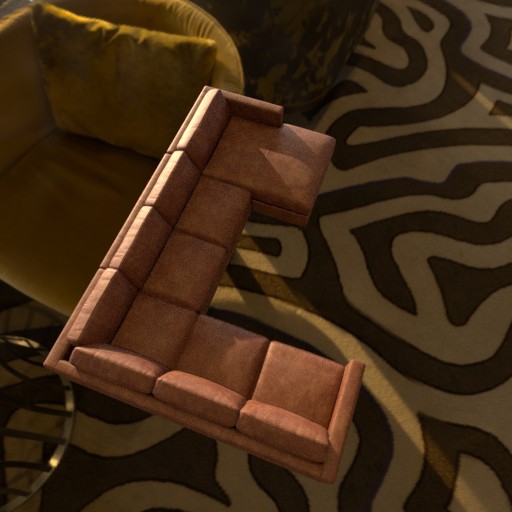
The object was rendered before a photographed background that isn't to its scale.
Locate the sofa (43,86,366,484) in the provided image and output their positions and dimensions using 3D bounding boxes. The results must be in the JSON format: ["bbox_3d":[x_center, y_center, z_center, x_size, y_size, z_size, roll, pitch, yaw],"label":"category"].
[{"bbox_3d":[0.000,0.000,4.331,2.452,0.888,3.324,18,65,9],"label":"sofa"}]
